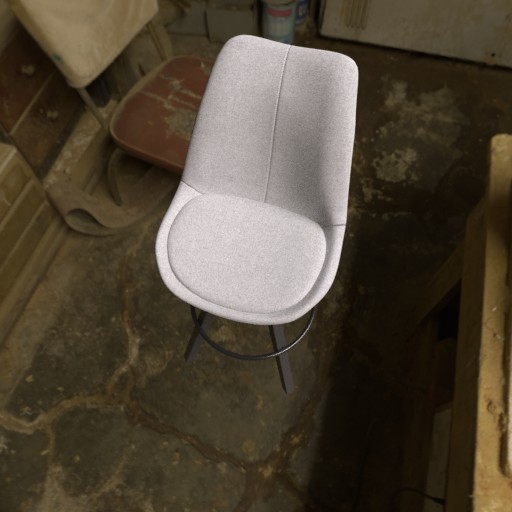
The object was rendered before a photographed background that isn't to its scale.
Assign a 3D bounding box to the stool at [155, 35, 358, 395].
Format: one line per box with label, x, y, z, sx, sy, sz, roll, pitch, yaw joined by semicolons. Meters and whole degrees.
stool;0.000;0.000;1.372;0.485;1.115;0.550;16;61;9
